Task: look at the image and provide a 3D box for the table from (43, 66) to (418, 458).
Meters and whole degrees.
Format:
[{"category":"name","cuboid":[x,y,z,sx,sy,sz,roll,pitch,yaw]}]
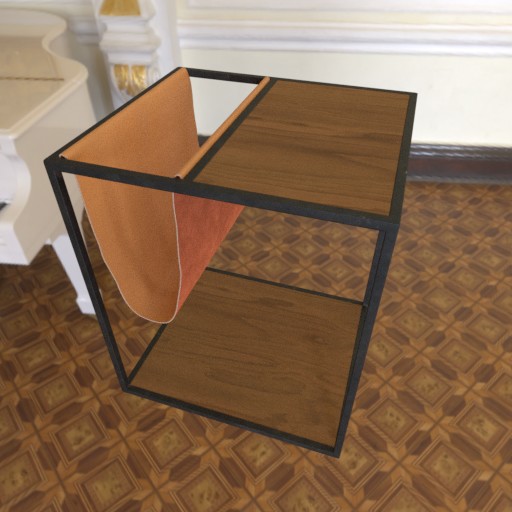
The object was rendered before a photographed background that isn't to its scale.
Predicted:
[{"category":"table","cuboid":[0.000,0.000,0.834,0.450,0.536,0.399,12,42,14]}]
